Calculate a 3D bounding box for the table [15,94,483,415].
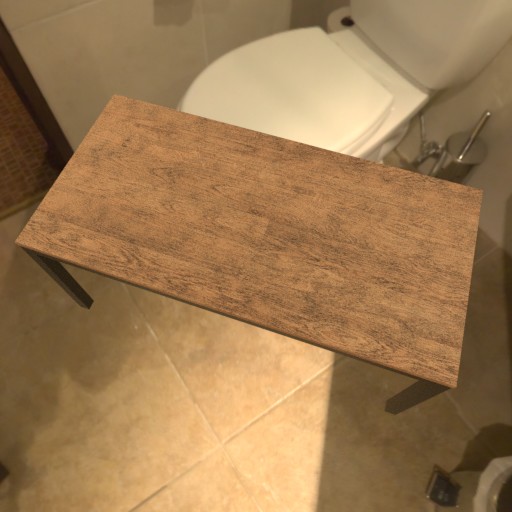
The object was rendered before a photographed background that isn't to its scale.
[{"bbox_3d":[0.000,0.000,2.234,1.805,0.767,0.893,17,64,8],"label":"table"}]
